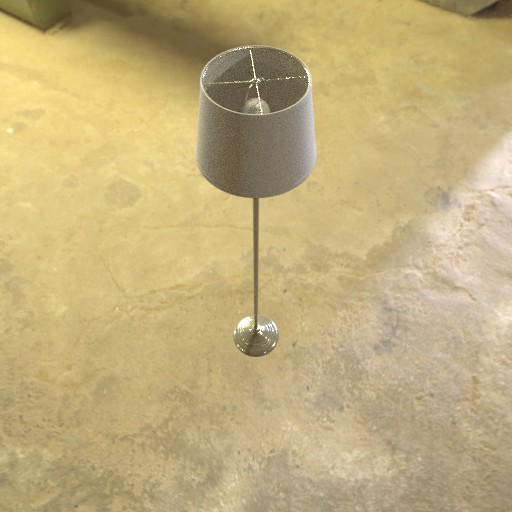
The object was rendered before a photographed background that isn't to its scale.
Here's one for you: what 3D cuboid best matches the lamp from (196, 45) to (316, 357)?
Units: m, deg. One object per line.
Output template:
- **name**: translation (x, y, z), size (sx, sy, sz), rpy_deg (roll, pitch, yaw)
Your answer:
- **lamp**: translation (0.000, 0.000, 1.644), size (0.327, 1.506, 0.327), rpy_deg (34, 63, 20)
